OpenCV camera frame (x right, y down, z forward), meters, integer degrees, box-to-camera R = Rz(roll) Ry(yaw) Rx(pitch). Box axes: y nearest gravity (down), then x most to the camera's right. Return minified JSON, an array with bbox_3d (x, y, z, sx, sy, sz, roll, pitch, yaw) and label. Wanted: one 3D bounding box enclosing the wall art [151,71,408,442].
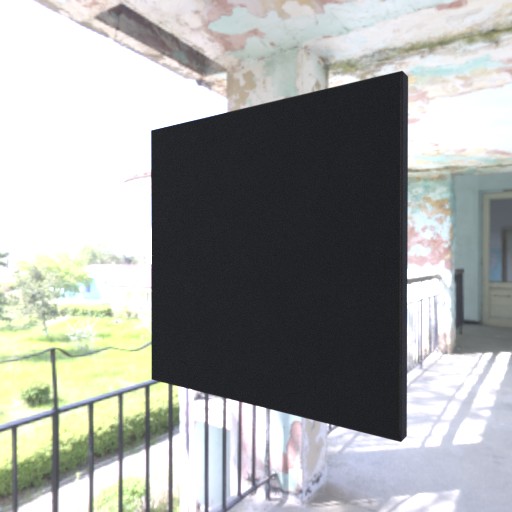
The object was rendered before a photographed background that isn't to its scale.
[{"bbox_3d":[0.000,0.000,0.456,0.304,0.303,0.015,0,1,36],"label":"wall art"}]
